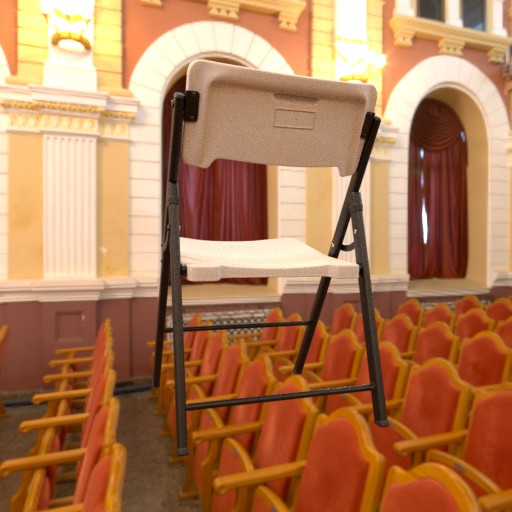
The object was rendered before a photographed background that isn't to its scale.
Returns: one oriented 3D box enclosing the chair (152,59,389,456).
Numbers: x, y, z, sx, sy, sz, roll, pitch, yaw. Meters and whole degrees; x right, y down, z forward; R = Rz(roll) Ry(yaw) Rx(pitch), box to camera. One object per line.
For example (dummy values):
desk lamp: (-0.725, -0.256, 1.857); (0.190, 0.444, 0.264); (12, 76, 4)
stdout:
chair: (0.000, 0.000, 1.139); (0.482, 0.765, 0.577); (0, 0, -19)
